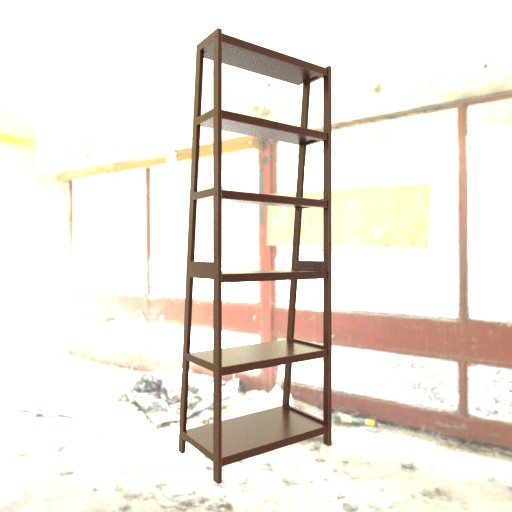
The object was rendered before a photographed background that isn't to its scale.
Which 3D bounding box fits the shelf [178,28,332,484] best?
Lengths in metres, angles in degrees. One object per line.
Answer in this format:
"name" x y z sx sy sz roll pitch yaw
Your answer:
"shelf" 0.000 0.000 2.182 0.660 1.892 0.381 0 0 -35
